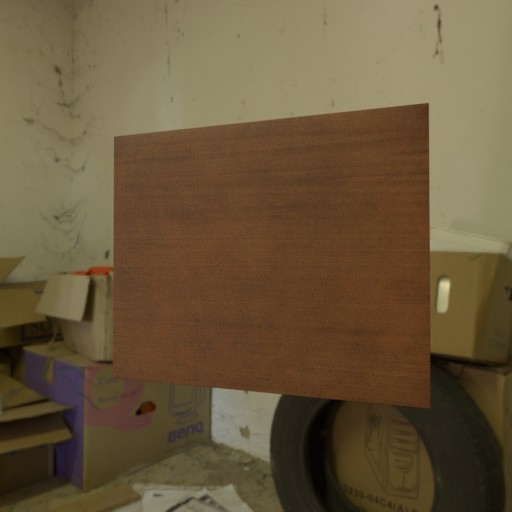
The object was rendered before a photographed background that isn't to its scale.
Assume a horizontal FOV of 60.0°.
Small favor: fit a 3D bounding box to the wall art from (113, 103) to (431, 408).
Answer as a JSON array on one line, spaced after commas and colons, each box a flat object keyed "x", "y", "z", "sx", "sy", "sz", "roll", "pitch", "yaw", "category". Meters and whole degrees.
[{"x": 0.000, "y": 0.000, "z": 0.766, "sx": 0.558, "sy": 0.457, "sz": 0.033, "roll": 0, "pitch": -1, "yaw": 18, "category": "wall art"}]
